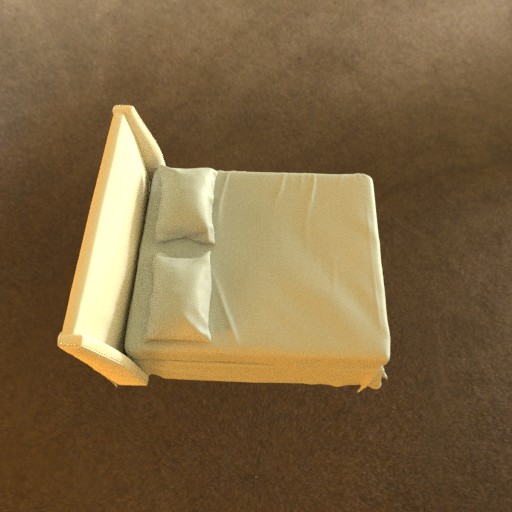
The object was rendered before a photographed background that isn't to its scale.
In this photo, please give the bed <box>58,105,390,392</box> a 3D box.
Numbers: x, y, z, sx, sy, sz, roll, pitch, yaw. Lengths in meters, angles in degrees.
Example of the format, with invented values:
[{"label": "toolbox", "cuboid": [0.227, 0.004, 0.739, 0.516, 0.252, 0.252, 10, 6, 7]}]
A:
[{"label": "bed", "cuboid": [0.000, 0.000, 3.553, 2.276, 1.332, 1.925, 2, 64, 1]}]
